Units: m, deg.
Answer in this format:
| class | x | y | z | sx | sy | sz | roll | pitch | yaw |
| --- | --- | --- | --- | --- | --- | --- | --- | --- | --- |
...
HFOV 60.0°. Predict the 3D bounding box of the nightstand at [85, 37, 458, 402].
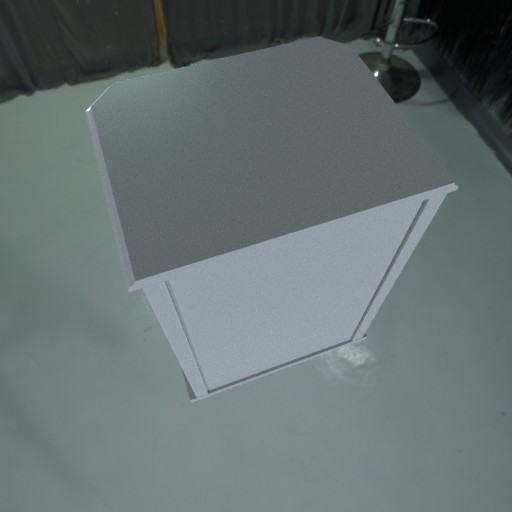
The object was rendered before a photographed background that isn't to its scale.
| class | x | y | z | sx | sy | sz | roll | pitch | yaw |
| --- | --- | --- | --- | --- | --- | --- | --- | --- | --- |
| nightstand | 0.000 | 0.000 | 0.902 | 0.435 | 0.680 | 0.348 | -17 | 61 | -10 |
